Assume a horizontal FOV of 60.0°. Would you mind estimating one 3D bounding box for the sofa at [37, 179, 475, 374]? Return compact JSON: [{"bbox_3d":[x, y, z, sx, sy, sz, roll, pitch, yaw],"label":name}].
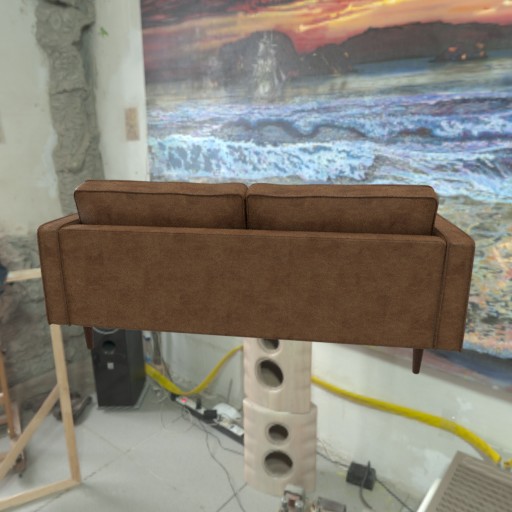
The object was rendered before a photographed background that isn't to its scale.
[{"bbox_3d":[0.000,0.000,2.349,1.920,0.825,0.924,2,15,8],"label":"sofa"}]
